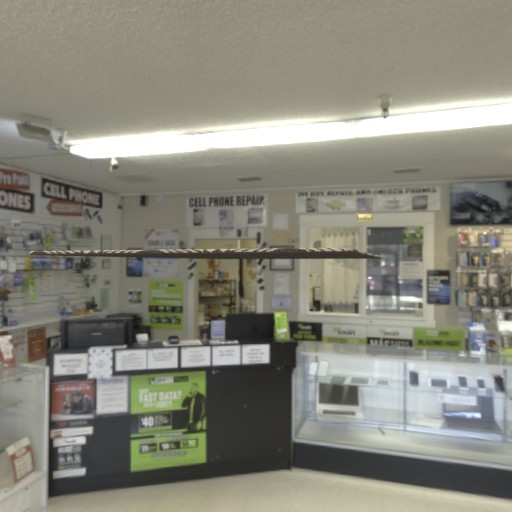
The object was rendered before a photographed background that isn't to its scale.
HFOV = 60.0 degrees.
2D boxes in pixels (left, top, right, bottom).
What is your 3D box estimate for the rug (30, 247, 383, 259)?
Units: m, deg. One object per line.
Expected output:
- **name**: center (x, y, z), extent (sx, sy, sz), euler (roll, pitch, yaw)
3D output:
- **rug**: center (0.000, 0.000, 2.357), extent (1.210, 0.016, 1.833), euler (0, -1, 19)
